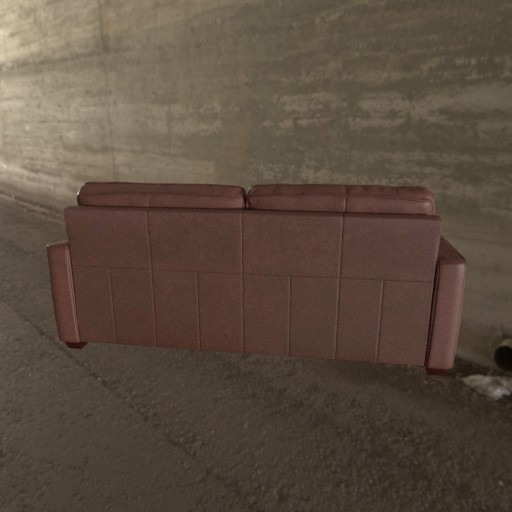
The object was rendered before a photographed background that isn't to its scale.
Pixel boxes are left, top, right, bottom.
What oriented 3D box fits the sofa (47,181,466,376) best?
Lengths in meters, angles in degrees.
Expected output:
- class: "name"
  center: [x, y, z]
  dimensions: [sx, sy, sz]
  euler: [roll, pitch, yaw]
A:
- class: "sofa"
  center: [0.000, 0.000, 2.577]
  dimensions: [2.080, 0.919, 0.940]
  euler: [2, 17, 8]
